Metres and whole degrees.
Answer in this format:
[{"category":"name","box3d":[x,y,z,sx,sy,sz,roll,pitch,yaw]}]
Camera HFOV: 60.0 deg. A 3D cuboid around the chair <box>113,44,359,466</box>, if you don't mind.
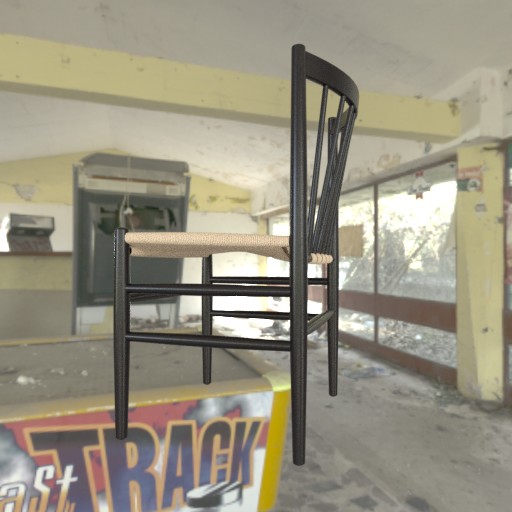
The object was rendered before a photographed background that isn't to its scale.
[{"category":"chair","box3d":[0.000,0.000,1.133,0.516,0.818,0.495,0,-1,18]}]
